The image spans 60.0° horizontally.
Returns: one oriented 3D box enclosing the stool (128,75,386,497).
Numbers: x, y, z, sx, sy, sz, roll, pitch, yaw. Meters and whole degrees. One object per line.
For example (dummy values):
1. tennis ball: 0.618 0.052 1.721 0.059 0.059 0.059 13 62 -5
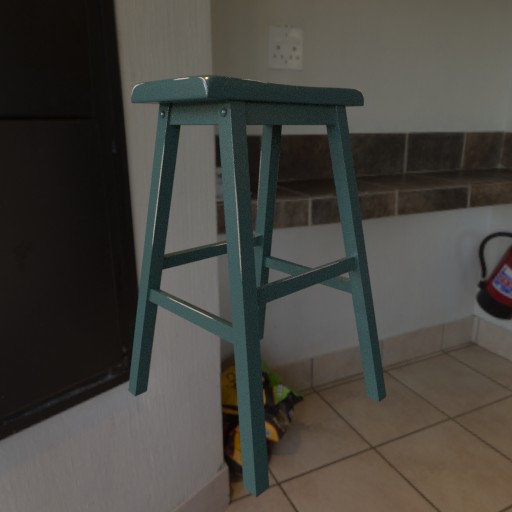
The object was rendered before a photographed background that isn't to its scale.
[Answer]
1. stool: 0.000 0.000 1.029 0.457 0.737 0.476 -15 22 -42
